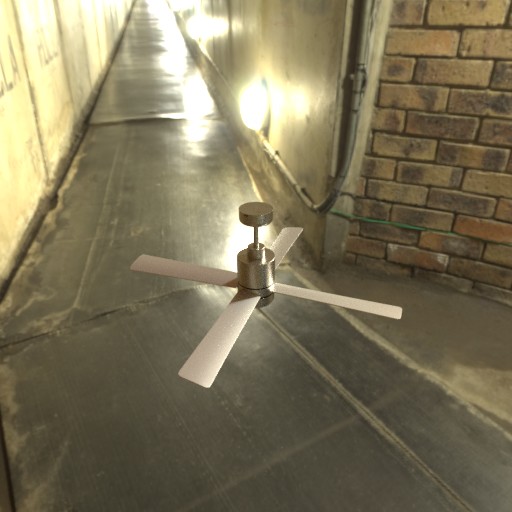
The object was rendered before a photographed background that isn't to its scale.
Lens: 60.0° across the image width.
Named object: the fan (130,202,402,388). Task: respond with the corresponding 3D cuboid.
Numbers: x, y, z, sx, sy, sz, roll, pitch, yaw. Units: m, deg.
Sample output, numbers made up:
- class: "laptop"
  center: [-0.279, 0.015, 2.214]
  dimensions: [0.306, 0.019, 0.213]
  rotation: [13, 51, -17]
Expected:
- class: "fan"
  center: [0.000, 0.000, 2.322]
  dimensions: [1.525, 0.539, 1.525]
  rotation: [10, 31, 18]
